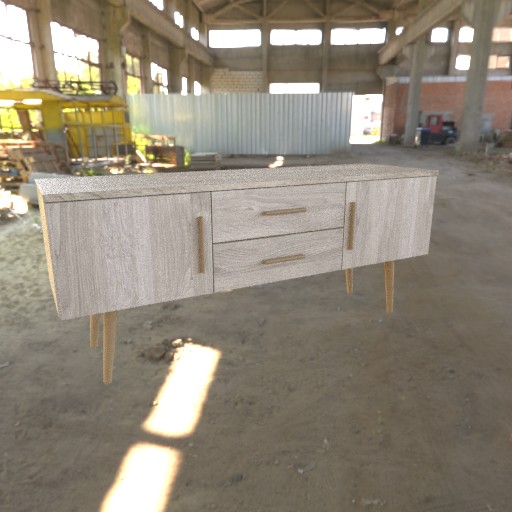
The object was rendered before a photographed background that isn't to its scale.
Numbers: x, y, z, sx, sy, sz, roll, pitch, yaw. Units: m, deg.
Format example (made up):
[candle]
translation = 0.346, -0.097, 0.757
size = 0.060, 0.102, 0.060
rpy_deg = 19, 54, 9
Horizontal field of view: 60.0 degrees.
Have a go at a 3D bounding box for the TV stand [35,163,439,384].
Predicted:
[TV stand]
translation = 0.000, 0.000, 1.554
size = 1.313, 0.565, 0.401
rpy_deg = -8, 18, -27
